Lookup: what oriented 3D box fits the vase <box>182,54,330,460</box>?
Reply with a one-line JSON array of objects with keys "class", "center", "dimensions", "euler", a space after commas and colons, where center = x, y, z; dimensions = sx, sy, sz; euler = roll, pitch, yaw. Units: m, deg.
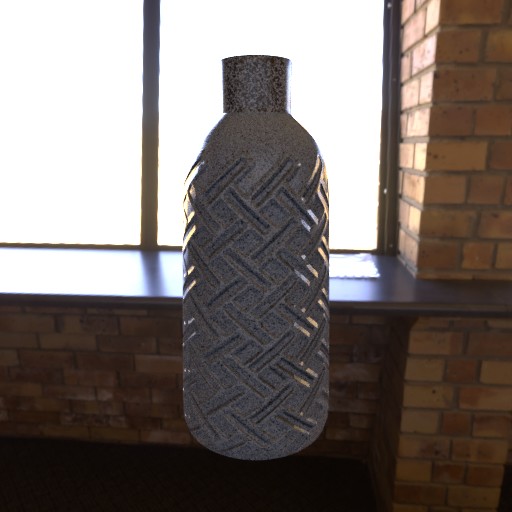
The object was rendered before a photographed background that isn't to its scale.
[{"class": "vase", "center": [0.000, 0.000, 0.346], "dimensions": [0.122, 0.282, 0.122], "euler": [0, 14, 0]}]
